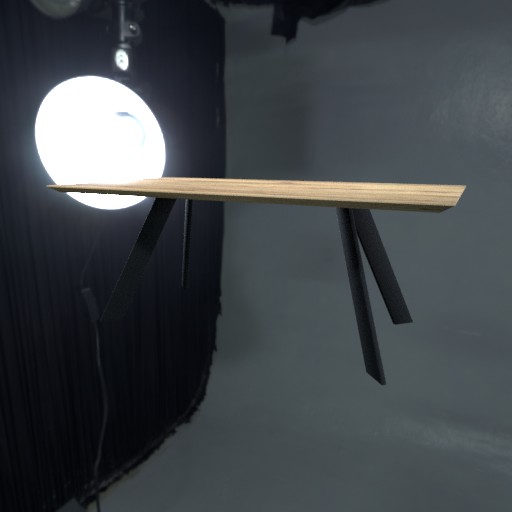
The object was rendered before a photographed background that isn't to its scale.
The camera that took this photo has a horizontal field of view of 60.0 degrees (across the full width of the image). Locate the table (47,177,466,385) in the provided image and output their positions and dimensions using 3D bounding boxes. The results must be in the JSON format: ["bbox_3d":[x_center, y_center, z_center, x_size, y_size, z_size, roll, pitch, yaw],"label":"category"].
[{"bbox_3d":[0.000,0.000,2.447,2.000,0.770,1.000,6,14,26],"label":"table"}]
